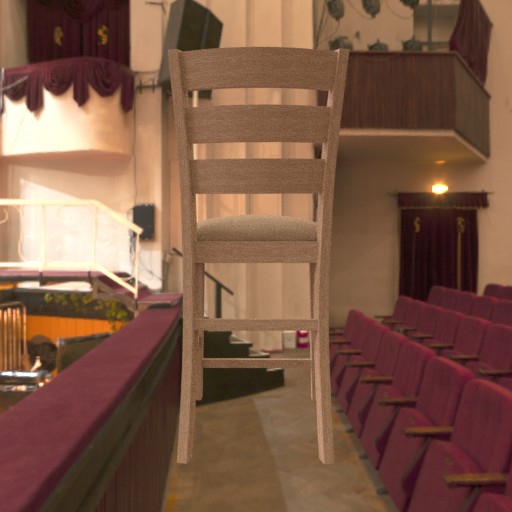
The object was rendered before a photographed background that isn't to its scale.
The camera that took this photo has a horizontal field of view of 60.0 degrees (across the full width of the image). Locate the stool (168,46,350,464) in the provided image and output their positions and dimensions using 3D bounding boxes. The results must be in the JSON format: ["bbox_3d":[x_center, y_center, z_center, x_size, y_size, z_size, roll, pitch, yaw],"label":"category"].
[{"bbox_3d":[0.000,0.000,1.336,0.484,1.032,0.569,0,0,1],"label":"stool"}]
